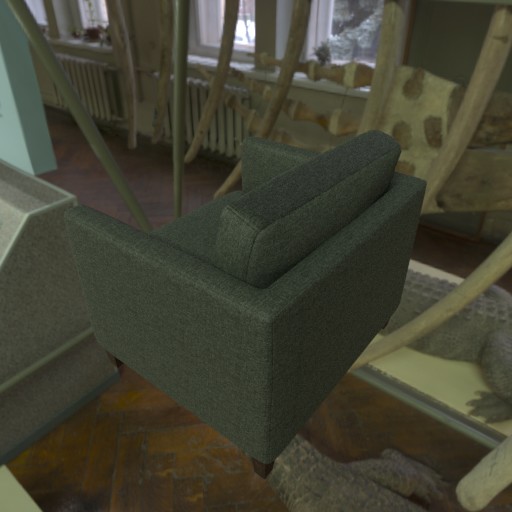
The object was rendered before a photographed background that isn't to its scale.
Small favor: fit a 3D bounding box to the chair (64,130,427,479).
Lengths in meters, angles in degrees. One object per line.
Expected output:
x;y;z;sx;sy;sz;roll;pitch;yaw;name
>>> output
0.000;0.000;1.819;0.959;0.963;1.107;23;40;31;chair
